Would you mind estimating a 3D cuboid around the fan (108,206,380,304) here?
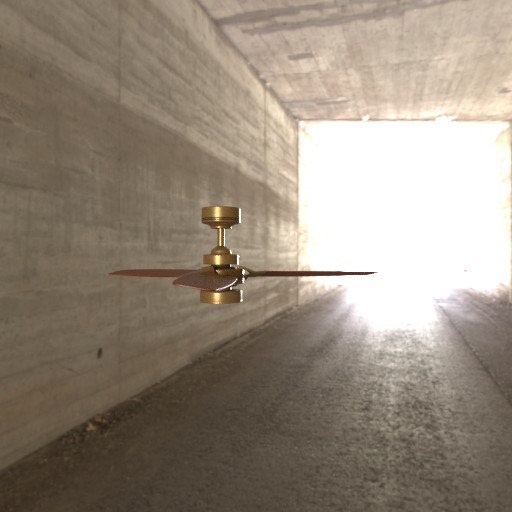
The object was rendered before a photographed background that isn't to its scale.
[{"bbox_3d":[0.000,0.000,1.990,1.271,0.425,1.416,0,0,-18],"label":"fan"}]
